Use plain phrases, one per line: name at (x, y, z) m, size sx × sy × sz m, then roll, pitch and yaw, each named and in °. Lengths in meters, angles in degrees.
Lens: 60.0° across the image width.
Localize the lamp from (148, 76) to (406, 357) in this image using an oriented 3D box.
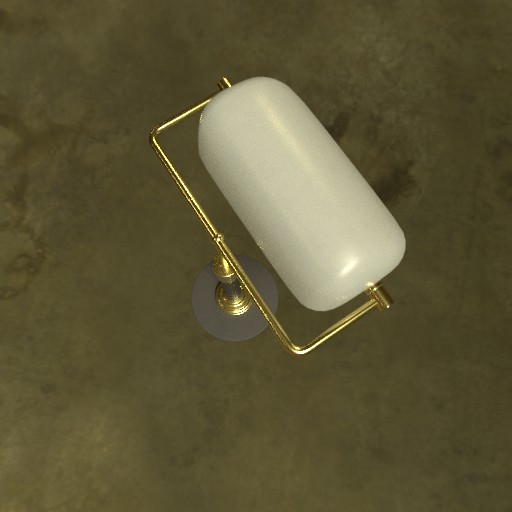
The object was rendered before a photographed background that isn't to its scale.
lamp at (0.000, 0.000, 0.556) m, size 0.227 × 0.404 × 0.269 m, roll -33°, pitch 78°, yaw -8°
